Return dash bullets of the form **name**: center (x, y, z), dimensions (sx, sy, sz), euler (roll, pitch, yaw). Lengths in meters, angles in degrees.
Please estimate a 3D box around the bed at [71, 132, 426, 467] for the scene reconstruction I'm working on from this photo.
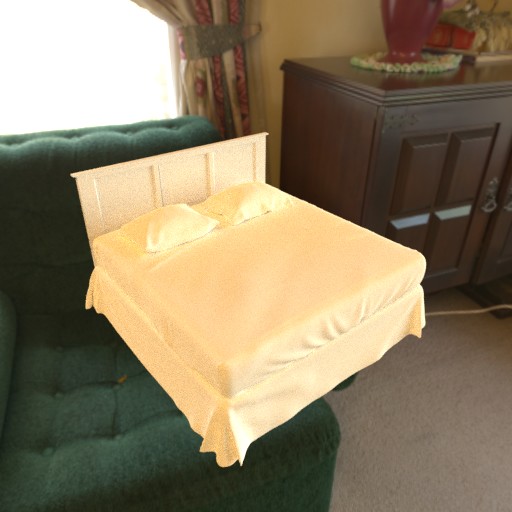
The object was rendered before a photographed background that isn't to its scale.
- **bed**: center (0.000, 0.000, 3.661), dimensions (2.317, 1.273, 2.215), euler (-22, 37, -32)
